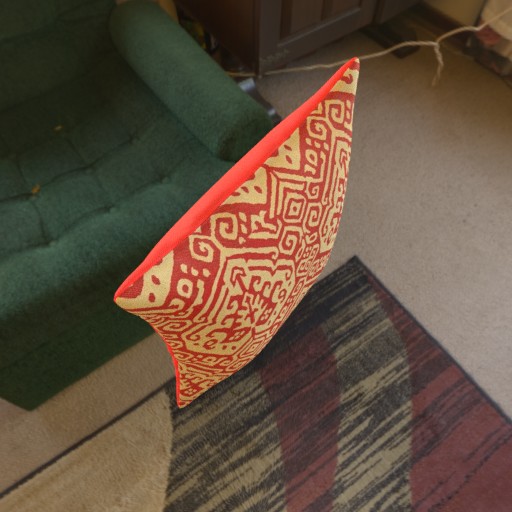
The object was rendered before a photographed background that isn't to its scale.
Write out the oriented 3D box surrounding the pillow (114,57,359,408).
[{"bbox_3d":[0.000,0.000,0.796,0.192,0.507,0.522,33,64,18],"label":"pillow"}]
